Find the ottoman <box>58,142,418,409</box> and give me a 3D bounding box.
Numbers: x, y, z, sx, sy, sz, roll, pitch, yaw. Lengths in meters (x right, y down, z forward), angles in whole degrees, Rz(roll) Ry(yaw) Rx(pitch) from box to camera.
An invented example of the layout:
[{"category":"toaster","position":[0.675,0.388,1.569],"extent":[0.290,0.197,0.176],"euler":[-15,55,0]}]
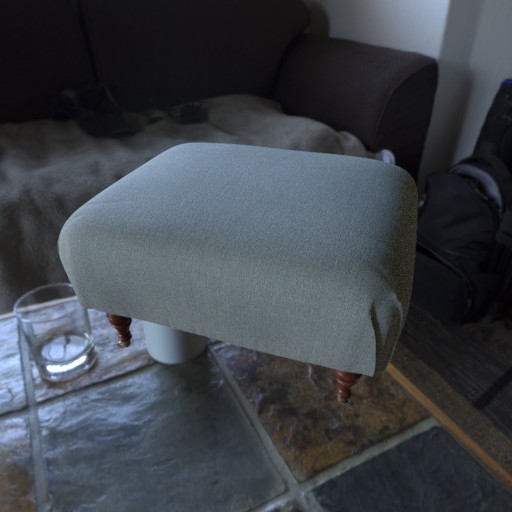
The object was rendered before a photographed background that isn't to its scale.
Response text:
[{"category":"ottoman","position":[0.000,0.000,1.140],"extent":[0.747,0.450,0.622],"euler":[10,34,16]}]
